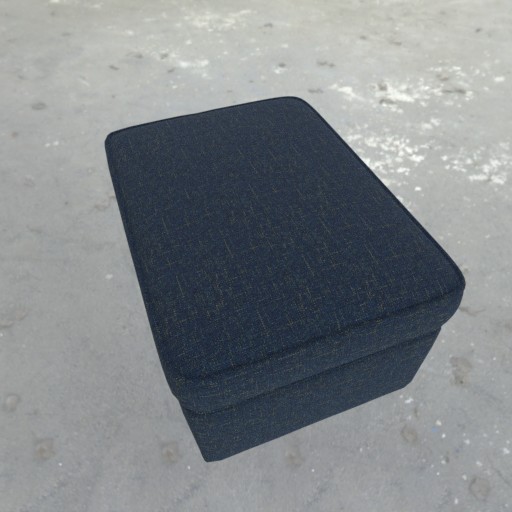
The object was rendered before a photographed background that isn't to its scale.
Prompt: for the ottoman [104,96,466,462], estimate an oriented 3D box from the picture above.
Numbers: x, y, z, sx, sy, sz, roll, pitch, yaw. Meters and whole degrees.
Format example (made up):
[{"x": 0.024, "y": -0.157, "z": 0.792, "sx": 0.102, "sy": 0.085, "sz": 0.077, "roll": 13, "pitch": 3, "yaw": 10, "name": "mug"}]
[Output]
[{"x": 0.000, "y": 0.000, "z": 1.059, "sx": 0.549, "sy": 0.450, "sz": 0.749, "roll": -16, "pitch": 50, "yaw": -14, "name": "ottoman"}]
